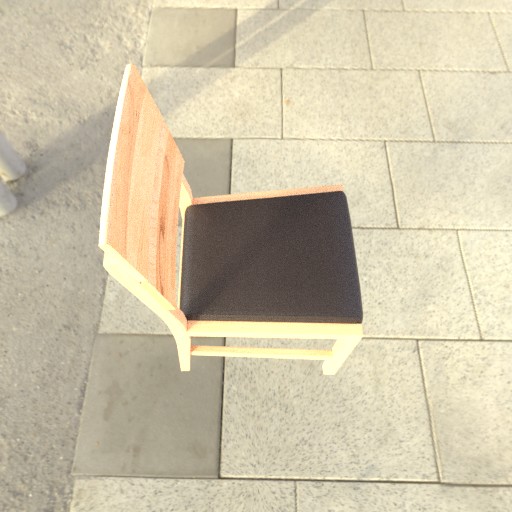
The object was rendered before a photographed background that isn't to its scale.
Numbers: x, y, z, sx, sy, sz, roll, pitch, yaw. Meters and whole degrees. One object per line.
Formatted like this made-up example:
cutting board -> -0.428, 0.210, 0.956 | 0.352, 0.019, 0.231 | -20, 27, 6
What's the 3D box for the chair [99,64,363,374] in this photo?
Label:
chair -> 0.000, 0.000, 1.246 | 0.560, 0.950, 0.475 | -1, 63, -1
